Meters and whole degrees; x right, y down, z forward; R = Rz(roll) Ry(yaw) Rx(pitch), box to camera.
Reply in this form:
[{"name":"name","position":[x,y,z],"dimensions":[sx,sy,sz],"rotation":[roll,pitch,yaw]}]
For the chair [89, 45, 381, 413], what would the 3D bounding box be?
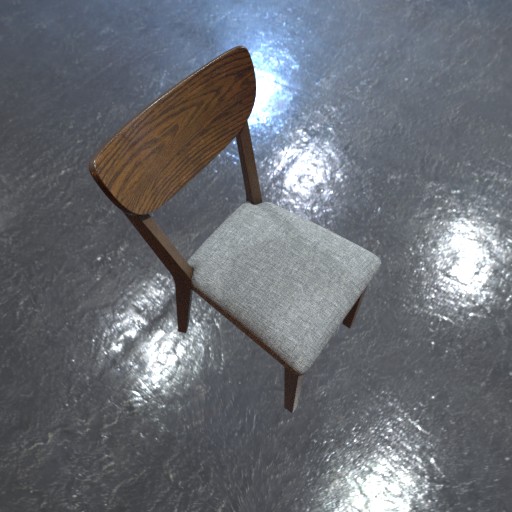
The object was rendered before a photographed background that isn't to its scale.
[{"name":"chair","position":[0.000,0.000,1.228],"dimensions":[0.583,0.849,0.491],"rotation":[32,64,18]}]
